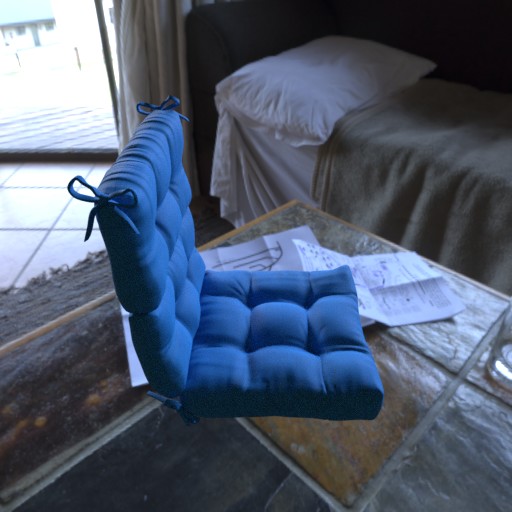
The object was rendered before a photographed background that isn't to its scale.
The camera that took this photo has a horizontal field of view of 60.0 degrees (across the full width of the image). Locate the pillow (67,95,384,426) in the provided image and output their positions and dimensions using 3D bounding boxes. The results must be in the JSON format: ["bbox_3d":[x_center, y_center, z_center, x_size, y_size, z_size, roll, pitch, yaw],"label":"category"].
[{"bbox_3d":[0.000,0.000,1.015,0.571,0.605,0.519,0,35,1],"label":"pillow"}]
